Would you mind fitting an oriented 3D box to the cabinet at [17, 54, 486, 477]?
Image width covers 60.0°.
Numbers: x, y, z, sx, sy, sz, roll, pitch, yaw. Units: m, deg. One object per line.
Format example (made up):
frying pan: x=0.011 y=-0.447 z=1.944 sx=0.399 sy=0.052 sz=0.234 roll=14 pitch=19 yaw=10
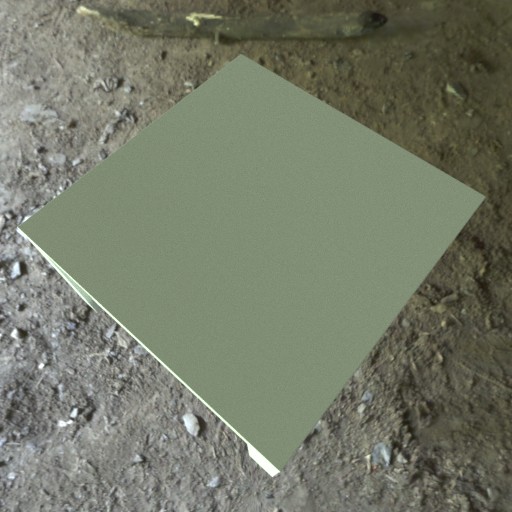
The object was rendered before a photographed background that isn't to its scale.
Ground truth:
cabinet: x=0.000 y=0.000 z=1.268 sx=0.800 sy=0.460 sz=0.800 roll=37 pitch=68 yaw=18
